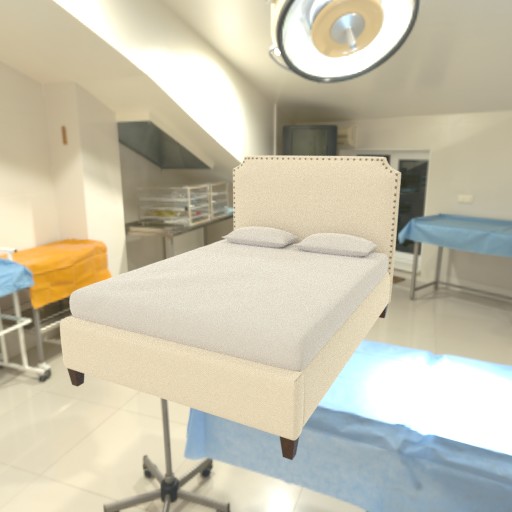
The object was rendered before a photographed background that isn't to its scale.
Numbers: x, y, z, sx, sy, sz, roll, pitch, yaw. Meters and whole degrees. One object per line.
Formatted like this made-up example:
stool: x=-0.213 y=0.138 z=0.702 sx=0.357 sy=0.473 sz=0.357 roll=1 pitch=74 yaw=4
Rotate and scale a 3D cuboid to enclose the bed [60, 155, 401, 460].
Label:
bed: x=0.000 y=0.000 z=3.468 sx=1.712 sy=1.497 sz=2.372 roll=7 pitch=15 yaw=27
